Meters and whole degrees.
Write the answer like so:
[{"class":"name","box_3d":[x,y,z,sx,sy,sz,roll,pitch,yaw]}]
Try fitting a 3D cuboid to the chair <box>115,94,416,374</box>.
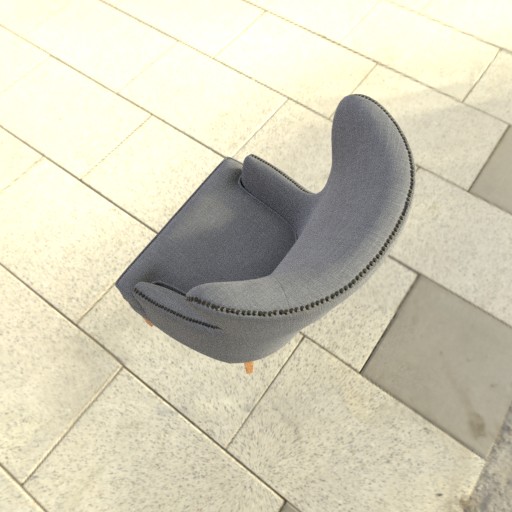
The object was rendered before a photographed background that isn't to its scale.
[{"class":"chair","box_3d":[0.000,0.000,1.779,0.883,1.176,0.864,31,68,14]}]
